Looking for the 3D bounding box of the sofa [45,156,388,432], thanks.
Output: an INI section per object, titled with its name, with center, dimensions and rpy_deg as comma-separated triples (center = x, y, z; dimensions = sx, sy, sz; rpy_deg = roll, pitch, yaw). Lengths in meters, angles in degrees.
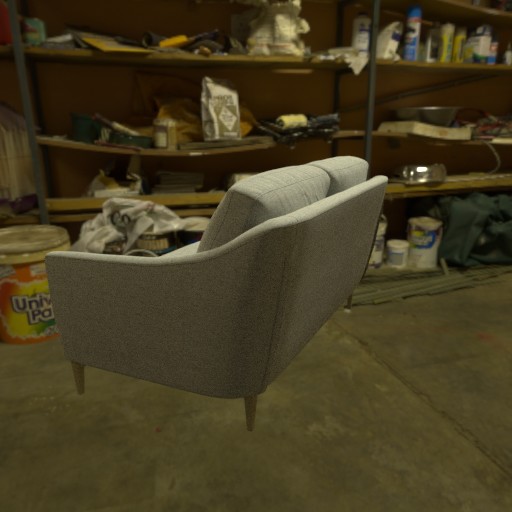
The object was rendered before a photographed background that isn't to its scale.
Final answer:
[sofa]
center = 0.000, 0.000, 2.144
dimensions = 0.960, 0.904, 1.619
rpy_deg = 8, 18, 26
